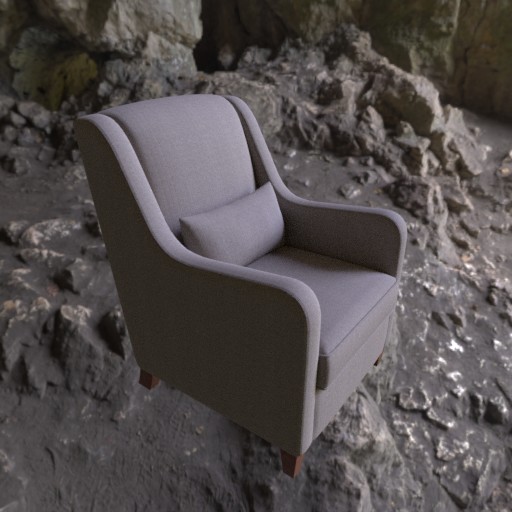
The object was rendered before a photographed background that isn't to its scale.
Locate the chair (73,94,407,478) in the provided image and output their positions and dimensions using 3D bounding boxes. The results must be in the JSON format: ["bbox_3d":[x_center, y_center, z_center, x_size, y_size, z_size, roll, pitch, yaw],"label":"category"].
[{"bbox_3d":[0.000,0.000,1.575,0.890,1.017,0.715,18,32,32],"label":"chair"}]
